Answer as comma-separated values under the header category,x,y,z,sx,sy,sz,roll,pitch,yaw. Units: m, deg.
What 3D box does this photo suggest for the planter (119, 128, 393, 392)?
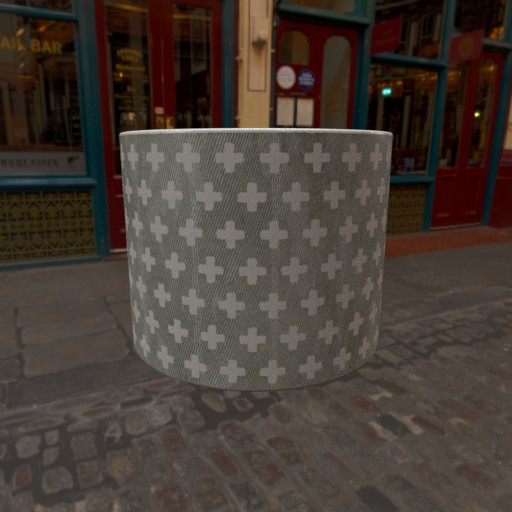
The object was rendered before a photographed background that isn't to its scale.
category,x,y,z,sx,sy,sz,roll,pitch,yaw
planter,0.000,0.000,0.451,0.250,0.239,0.250,0,13,0
